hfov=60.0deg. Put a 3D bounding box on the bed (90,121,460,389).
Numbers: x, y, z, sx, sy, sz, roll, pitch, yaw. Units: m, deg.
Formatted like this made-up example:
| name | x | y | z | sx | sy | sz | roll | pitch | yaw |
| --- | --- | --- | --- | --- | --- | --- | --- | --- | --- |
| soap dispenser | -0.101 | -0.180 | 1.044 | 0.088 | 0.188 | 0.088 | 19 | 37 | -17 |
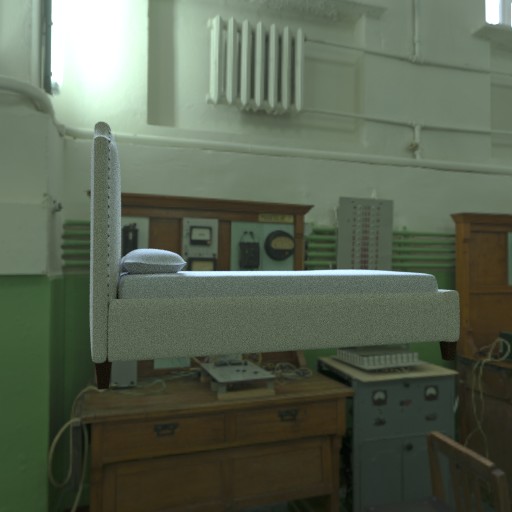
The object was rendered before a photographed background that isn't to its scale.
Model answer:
| name | x | y | z | sx | sy | sz | roll | pitch | yaw |
| --- | --- | --- | --- | --- | --- | --- | --- | --- | --- |
| bed | 0.000 | 0.000 | 3.443 | 2.372 | 1.443 | 1.712 | 0 | -1 | -18 |
